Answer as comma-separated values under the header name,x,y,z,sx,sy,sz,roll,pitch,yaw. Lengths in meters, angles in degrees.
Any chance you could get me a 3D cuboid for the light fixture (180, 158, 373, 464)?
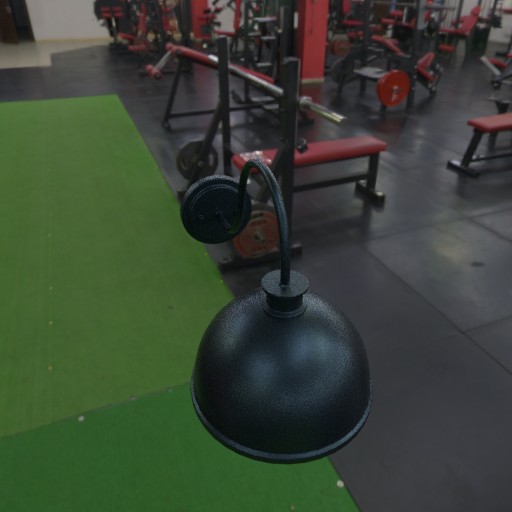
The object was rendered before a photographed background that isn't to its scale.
name,x,y,z,sx,sy,sz,roll,pitch,yaw
light fixture,0.000,0.000,0.635,0.253,0.295,0.467,-11,34,-16
